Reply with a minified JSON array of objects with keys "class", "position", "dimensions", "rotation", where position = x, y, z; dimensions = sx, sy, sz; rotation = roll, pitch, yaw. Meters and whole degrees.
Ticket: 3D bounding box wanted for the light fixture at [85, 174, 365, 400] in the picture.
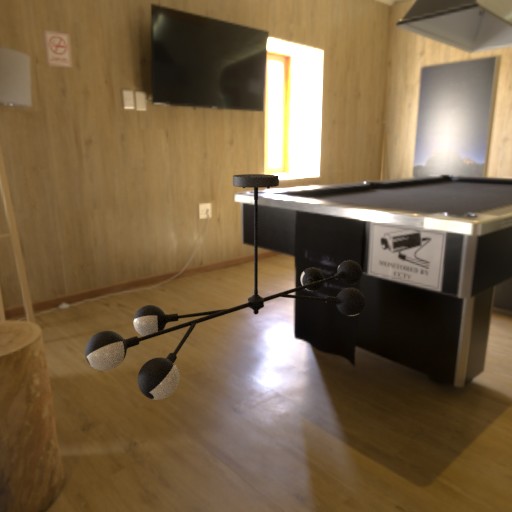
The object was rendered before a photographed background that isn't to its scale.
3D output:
[{"class":"light fixture","position":[0.000,0.000,1.013],"dimensions":[0.778,0.362,0.434],"rotation":[-7,16,-26]}]
